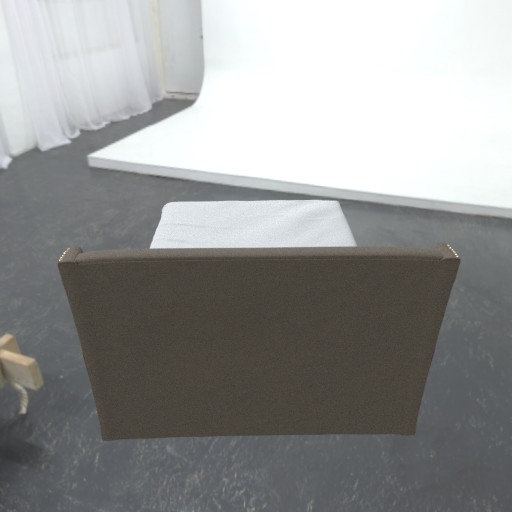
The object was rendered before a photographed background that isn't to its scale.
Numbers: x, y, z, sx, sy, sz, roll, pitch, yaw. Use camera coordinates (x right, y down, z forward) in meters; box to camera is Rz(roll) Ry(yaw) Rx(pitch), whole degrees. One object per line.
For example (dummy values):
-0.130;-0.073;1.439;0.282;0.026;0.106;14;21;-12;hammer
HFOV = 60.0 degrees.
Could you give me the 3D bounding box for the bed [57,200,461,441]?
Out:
0.000;0.000;3.357;1.925;1.332;2.276;-1;31;-1;bed
